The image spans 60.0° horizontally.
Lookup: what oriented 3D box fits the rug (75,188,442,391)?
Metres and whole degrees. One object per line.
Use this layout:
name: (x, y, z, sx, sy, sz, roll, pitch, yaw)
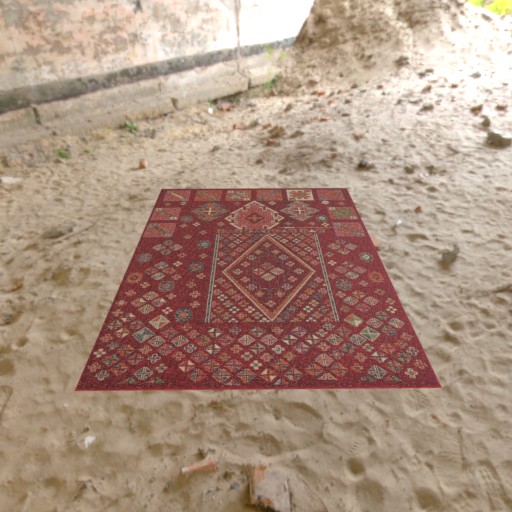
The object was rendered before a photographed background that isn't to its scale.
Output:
rug: (0.000, 0.000, 4.287, 2.389, 0.011, 3.306, 0, 32, -1)
